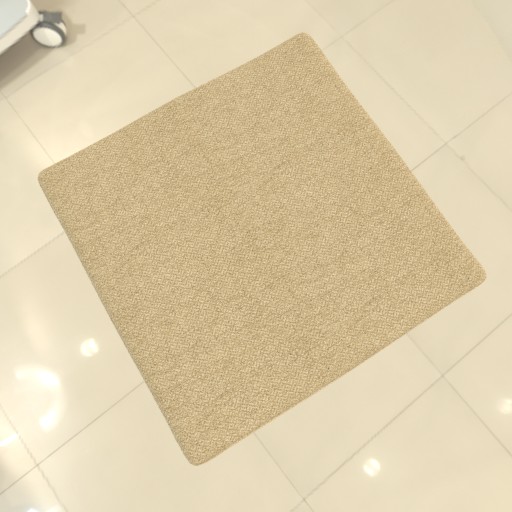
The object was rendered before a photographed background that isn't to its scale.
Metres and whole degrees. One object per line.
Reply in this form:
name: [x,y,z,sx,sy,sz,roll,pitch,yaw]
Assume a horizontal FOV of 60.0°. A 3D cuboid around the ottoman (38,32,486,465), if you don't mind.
ottoman: [0.000,0.000,0.848,0.508,0.432,0.508,-31,78,-7]
